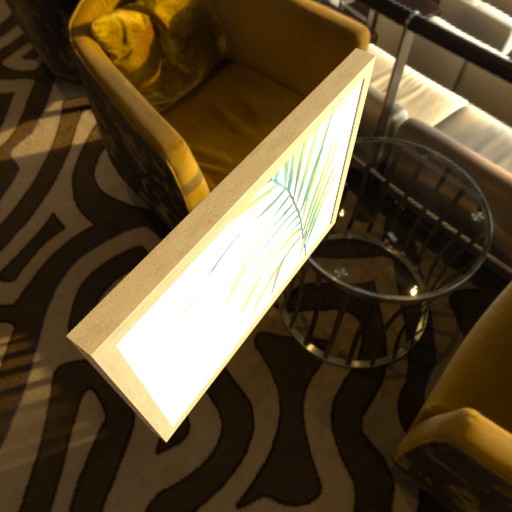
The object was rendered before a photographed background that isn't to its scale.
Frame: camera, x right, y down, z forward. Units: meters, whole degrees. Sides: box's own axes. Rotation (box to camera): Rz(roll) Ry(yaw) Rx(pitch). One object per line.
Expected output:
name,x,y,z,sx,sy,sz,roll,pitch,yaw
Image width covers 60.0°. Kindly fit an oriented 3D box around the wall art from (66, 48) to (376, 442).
wall art,0.000,0.000,0.661,0.032,0.380,0.532,31,62,18
